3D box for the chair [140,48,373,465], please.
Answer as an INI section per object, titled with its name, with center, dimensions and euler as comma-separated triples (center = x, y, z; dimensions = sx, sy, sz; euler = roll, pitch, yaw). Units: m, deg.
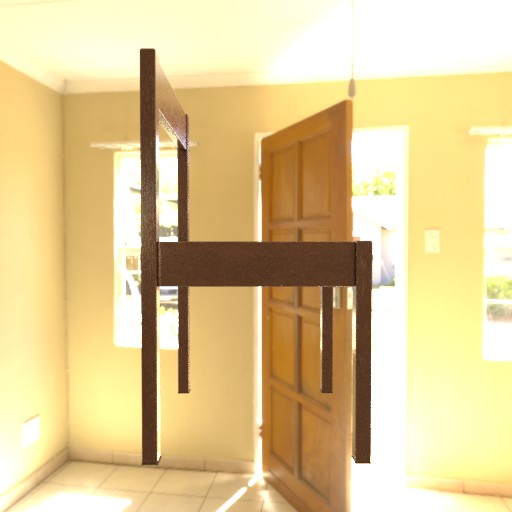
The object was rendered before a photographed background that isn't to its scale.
[chair]
center = 0.000, 0.000, 0.679
dimensions = 0.285, 0.505, 0.285
euler = 0, 1, 0
